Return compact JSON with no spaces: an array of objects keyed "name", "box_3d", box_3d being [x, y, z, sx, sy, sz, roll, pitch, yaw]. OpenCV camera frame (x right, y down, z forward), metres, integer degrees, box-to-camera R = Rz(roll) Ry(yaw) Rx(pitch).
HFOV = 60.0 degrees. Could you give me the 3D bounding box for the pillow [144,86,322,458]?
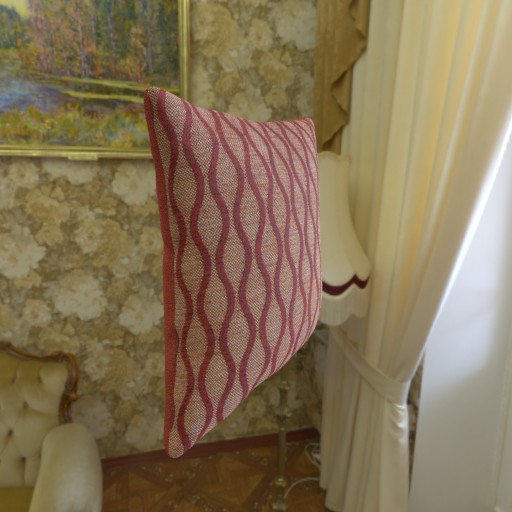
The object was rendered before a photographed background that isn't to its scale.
[{"name":"pillow","box_3d":[0.000,0.000,0.668,0.159,0.434,0.429,6,14,27]}]
